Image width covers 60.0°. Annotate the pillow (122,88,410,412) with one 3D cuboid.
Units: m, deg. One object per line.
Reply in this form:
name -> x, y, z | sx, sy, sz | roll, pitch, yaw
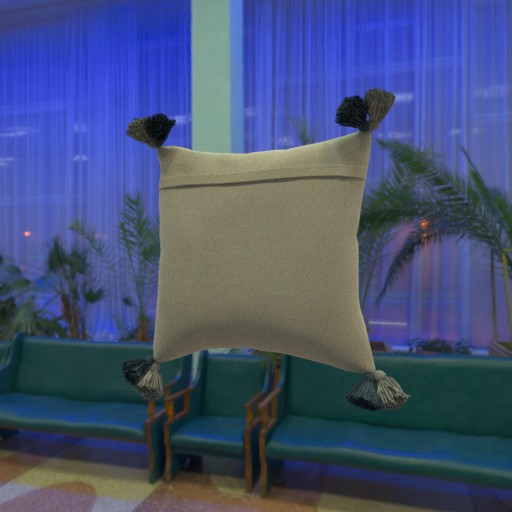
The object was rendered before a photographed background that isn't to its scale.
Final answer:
pillow -> 0.000, 0.000, 0.923 | 0.614, 0.634, 0.138 | 0, 0, 18
